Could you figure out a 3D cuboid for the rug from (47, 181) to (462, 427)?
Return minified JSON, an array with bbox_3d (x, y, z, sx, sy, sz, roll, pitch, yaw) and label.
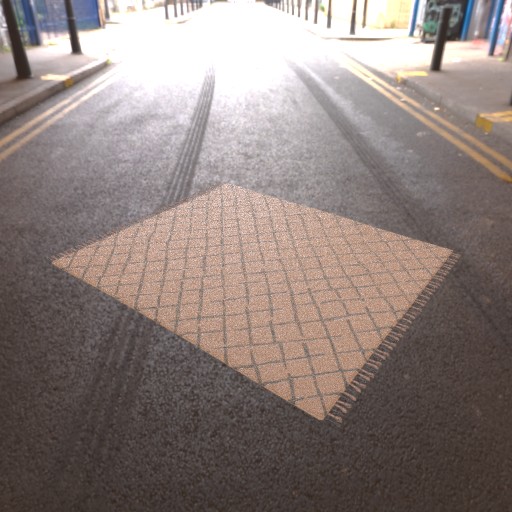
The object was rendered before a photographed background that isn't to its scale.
[{"bbox_3d":[0.000,0.000,4.856,3.585,0.036,2.892,22,37,32],"label":"rug"}]
